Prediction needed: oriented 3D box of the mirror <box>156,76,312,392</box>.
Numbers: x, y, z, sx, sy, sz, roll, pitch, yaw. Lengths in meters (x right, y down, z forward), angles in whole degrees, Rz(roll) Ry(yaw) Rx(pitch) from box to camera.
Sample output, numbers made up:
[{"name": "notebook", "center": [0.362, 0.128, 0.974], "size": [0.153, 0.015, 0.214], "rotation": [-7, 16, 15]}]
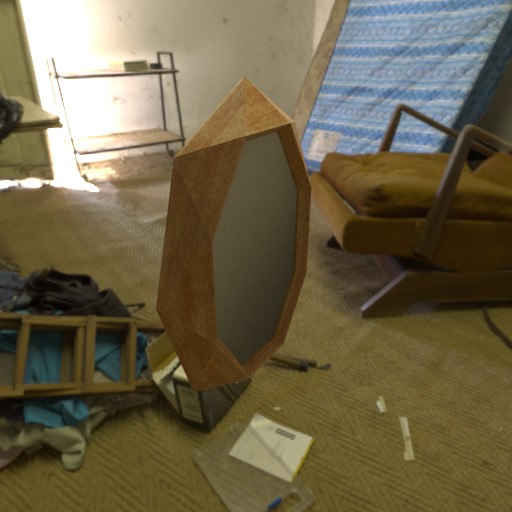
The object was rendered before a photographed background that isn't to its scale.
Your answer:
[{"name": "mirror", "center": [0.000, 0.000, 1.031], "size": [0.070, 0.774, 0.577], "rotation": [17, 31, 31]}]
